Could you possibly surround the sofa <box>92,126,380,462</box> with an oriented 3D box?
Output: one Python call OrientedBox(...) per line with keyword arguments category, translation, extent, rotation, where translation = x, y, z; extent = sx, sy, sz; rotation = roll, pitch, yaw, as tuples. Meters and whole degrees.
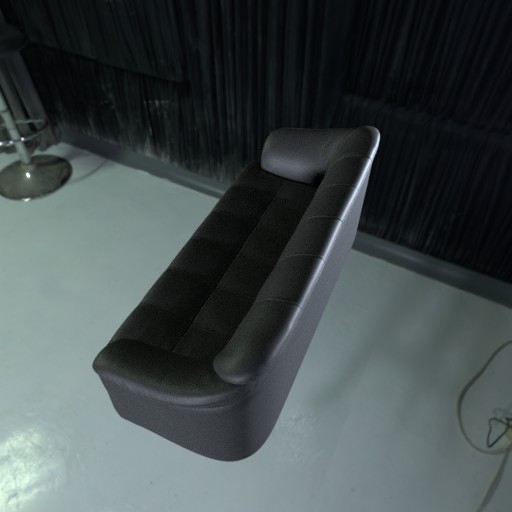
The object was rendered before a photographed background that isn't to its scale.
OrientedBox(category="sofa", translation=(0.000, 0.000, 2.237), extent=(0.800, 0.811, 1.829), rotation=(19, 50, 16))
